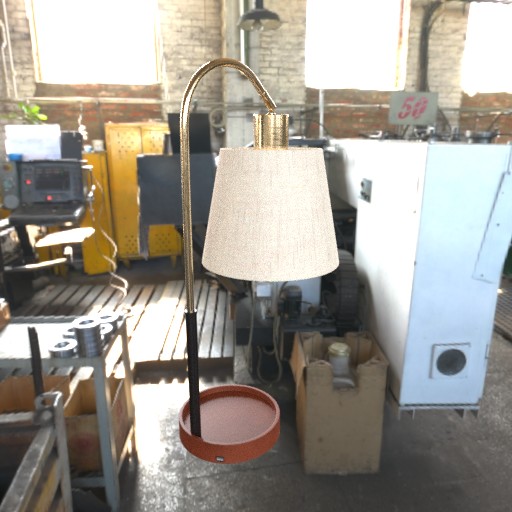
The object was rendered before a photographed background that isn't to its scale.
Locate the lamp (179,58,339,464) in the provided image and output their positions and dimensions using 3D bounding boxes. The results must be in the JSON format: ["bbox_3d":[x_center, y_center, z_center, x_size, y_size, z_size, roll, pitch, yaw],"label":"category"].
[{"bbox_3d":[0.000,0.000,0.663,0.211,0.536,0.273,14,21,42],"label":"lamp"}]
